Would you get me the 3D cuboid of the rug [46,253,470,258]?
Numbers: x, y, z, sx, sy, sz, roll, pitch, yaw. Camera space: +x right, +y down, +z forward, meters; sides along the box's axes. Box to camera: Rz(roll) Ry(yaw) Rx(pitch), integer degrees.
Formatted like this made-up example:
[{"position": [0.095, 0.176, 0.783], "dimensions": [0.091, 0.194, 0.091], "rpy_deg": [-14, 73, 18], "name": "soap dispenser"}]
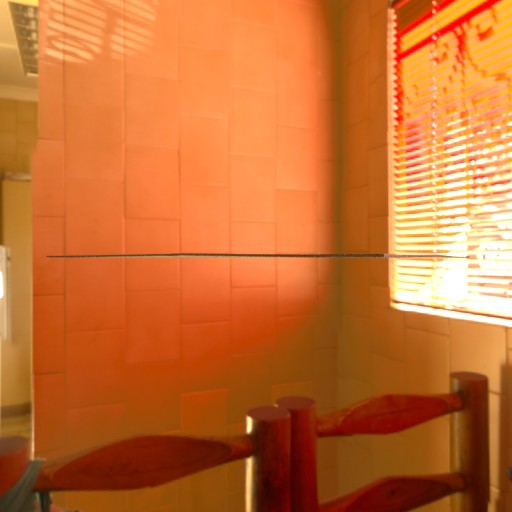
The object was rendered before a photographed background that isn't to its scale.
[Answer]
[{"position": [0.000, 0.000, 2.950], "dimensions": [2.338, 0.030, 1.616], "rpy_deg": [0, 0, 36], "name": "rug"}]
